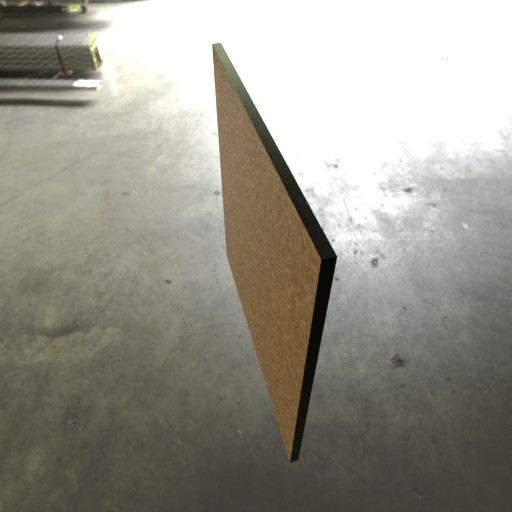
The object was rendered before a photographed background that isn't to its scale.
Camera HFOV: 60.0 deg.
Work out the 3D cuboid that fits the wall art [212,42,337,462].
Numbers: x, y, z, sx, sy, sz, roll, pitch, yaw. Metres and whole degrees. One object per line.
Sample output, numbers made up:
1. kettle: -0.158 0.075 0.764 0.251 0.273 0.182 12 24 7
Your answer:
1. wall art: 0.000 0.000 0.655 0.014 0.445 0.446 -11 47 -10
